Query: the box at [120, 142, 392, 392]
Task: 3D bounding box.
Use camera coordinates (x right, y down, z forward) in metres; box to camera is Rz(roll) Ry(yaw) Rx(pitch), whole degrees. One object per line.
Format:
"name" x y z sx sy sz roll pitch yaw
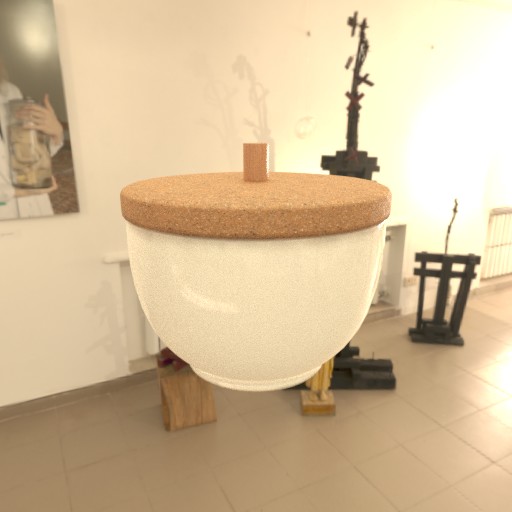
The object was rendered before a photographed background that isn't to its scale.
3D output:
"box" 0.000 0.000 0.190 0.107 0.094 0.107 0 16 0
